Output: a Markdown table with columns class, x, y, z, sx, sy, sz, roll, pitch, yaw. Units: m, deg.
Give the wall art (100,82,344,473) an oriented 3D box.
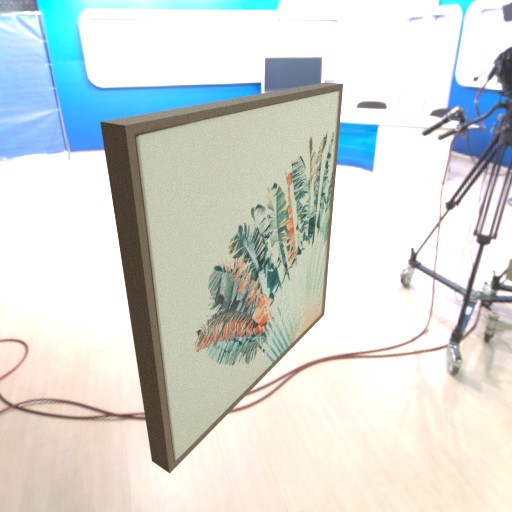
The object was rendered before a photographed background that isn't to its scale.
| class | x | y | z | sx | sy | sz | roll | pitch | yaw |
| --- | --- | --- | --- | --- | --- | --- | --- | --- | --- |
| wall art | 0.000 | 0.000 | 0.745 | 0.038 | 0.506 | 0.508 | 17 | 31 | 31 |
